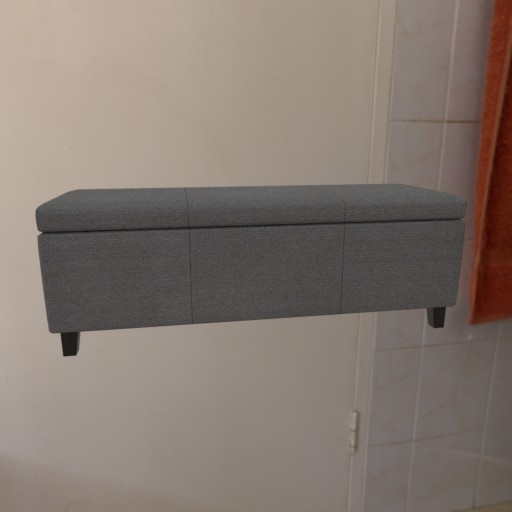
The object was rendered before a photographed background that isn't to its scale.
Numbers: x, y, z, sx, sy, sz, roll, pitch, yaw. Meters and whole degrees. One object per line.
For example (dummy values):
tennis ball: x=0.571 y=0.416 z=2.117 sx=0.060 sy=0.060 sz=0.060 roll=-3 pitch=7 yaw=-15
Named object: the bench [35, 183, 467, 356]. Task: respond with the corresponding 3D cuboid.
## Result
bench: x=0.000 y=0.000 z=1.502 sx=1.269 sy=0.438 sz=0.446 roll=-3 pitch=15 yaw=-9
